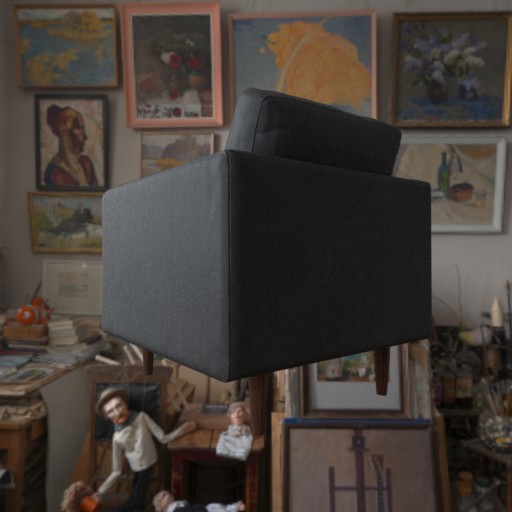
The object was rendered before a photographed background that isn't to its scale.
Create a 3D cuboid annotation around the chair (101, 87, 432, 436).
[{"bbox_3d":[0.000,0.000,1.557,0.831,0.898,0.879,-1,1,-37],"label":"chair"}]
